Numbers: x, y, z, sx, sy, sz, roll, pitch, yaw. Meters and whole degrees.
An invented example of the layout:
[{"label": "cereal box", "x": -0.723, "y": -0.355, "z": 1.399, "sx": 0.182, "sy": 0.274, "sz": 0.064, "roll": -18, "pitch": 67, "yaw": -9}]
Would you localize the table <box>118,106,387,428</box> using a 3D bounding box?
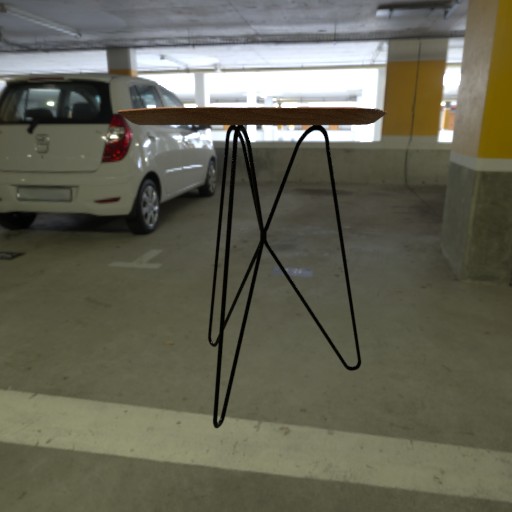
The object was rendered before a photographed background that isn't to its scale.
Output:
[{"label": "table", "x": 0.000, "y": 0.000, "z": 0.905, "sx": 0.500, "sy": 0.562, "sz": 0.400, "roll": -2, "pitch": 16, "yaw": -7}]
